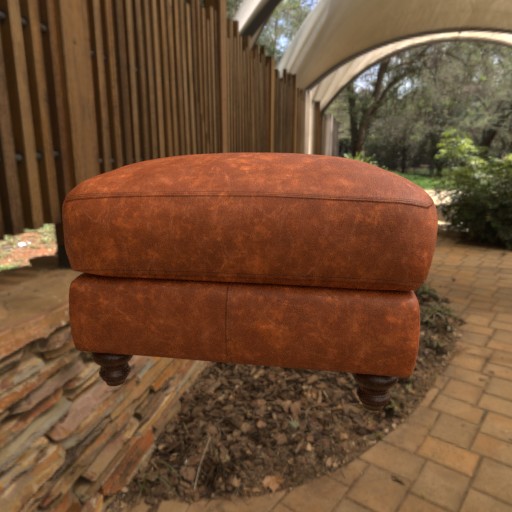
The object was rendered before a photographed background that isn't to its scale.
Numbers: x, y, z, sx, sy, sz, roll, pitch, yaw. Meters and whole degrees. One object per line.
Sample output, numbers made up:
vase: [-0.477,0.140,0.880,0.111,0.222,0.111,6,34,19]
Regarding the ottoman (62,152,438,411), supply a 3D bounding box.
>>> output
ottoman: [0.000,0.000,1.237,0.832,0.562,0.657,2,14,9]
